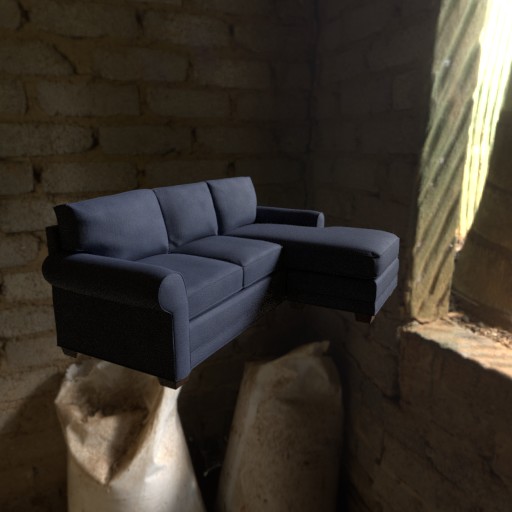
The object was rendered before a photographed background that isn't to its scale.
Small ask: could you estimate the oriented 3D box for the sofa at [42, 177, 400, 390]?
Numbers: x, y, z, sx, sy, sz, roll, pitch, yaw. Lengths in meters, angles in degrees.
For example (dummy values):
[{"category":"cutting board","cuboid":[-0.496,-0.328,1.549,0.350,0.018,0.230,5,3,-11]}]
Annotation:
[{"category":"sofa","cuboid":[0.000,0.000,3.457,1.780,1.063,2.567,8,16,27]}]
